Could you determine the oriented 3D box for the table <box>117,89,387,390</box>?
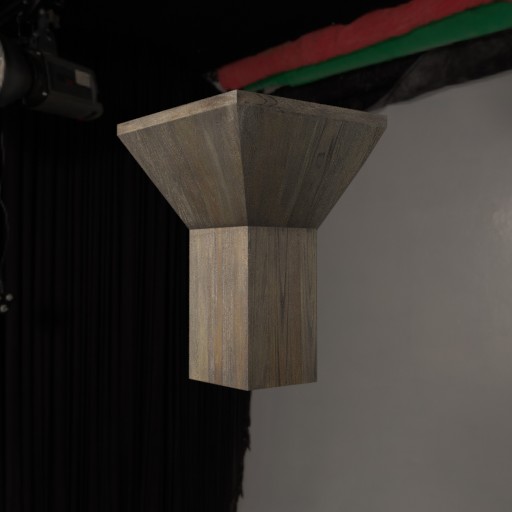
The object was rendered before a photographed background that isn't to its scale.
[{"bbox_3d":[0.000,0.000,1.131,0.683,0.586,0.592,-1,-1,36],"label":"table"}]
